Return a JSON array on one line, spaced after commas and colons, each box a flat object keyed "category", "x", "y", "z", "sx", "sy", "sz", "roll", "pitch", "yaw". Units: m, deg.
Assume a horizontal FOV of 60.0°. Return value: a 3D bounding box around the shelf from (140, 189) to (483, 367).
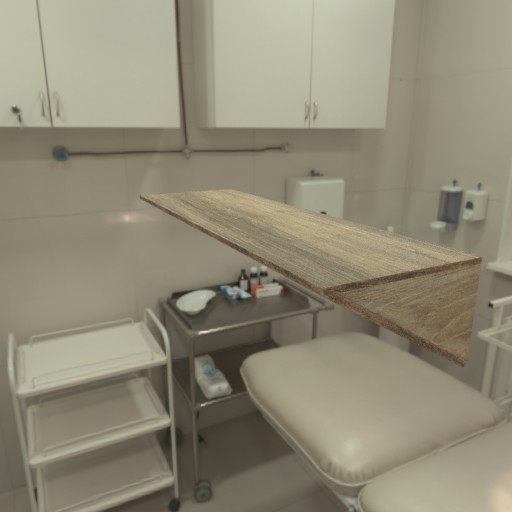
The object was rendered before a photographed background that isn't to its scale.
[{"category": "shelf", "x": 0.000, "y": 0.000, "z": 0.682, "sx": 0.200, "sy": 0.125, "sz": 0.610, "roll": -8, "pitch": 18, "yaw": -27}]
